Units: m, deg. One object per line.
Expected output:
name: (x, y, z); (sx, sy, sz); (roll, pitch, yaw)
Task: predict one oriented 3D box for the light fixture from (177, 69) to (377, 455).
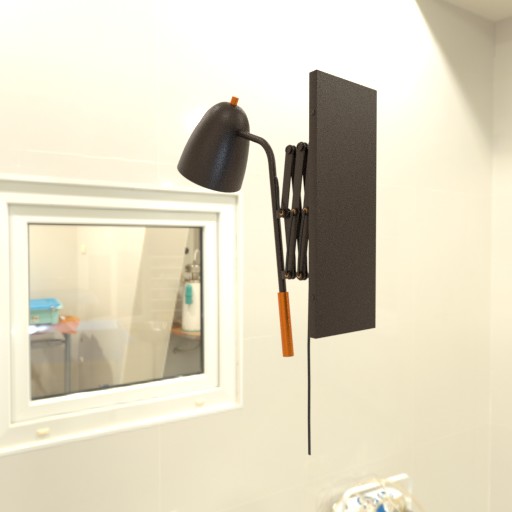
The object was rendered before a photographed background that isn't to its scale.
light fixture: (0.000, 0.000, 0.938); (0.162, 0.715, 0.499); (-1, 2, -38)
